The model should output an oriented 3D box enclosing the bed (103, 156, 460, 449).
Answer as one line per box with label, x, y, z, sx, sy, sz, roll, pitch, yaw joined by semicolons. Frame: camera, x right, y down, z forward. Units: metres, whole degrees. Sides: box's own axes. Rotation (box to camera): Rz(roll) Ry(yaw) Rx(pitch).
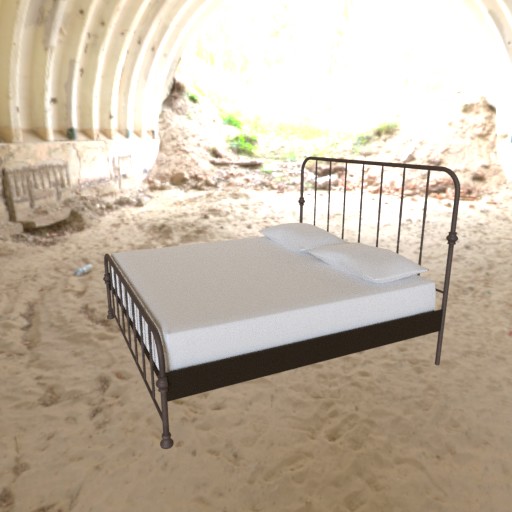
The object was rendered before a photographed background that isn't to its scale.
bed;0.000;0.000;3.545;2.134;1.446;2.044;-7;17;-25
